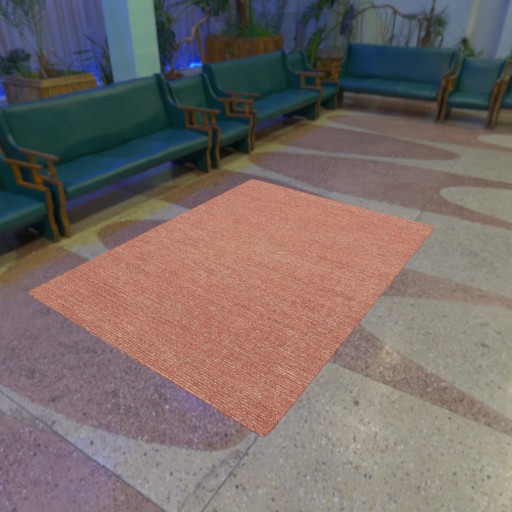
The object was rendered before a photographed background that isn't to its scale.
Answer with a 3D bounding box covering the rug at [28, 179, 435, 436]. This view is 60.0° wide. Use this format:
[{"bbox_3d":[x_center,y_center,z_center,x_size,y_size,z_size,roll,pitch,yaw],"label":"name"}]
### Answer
[{"bbox_3d":[0.000,0.000,2.771,1.594,0.009,2.112,20,36,30],"label":"rug"}]
